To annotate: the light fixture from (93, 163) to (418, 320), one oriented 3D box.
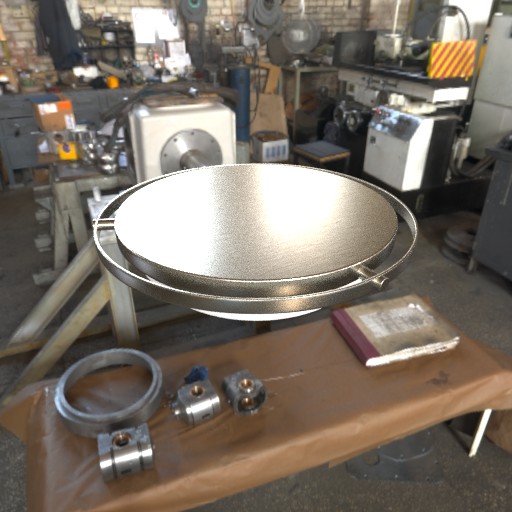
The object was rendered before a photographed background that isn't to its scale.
[{"bbox_3d":[0.000,0.000,0.545,0.361,0.130,0.361,0,29,0],"label":"light fixture"}]
